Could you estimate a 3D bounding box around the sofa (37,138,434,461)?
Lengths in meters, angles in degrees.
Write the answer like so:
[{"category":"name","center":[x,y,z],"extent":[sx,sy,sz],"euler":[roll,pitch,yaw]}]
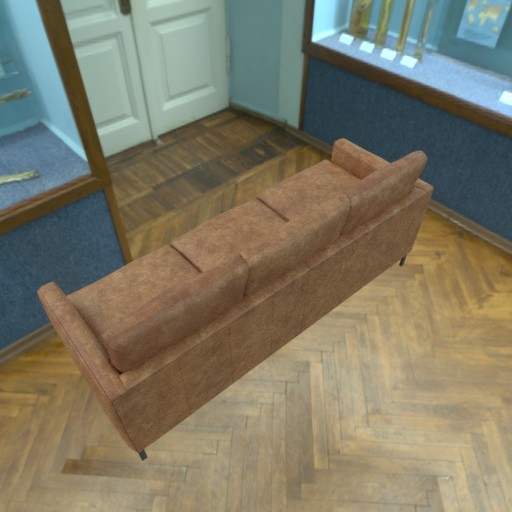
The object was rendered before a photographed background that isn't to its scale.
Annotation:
[{"category":"sofa","center":[0.000,0.000,2.365],"extent":[2.029,0.863,0.748],"euler":[-31,53,-27]}]
